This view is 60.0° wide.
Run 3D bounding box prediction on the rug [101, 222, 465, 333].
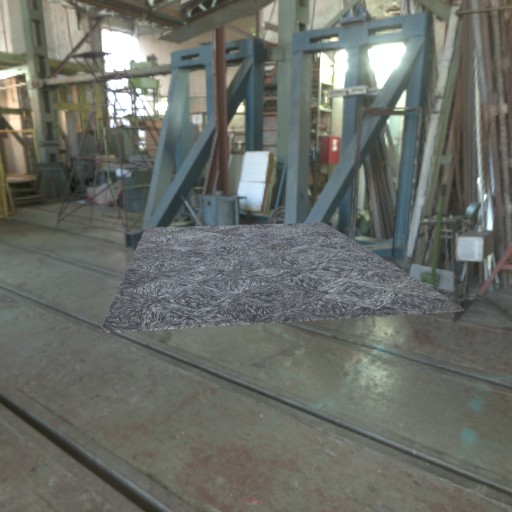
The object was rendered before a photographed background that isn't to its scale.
[{"bbox_3d":[0.000,0.000,5.459,2.997,0.020,4.093,-2,15,-8],"label":"rug"}]
